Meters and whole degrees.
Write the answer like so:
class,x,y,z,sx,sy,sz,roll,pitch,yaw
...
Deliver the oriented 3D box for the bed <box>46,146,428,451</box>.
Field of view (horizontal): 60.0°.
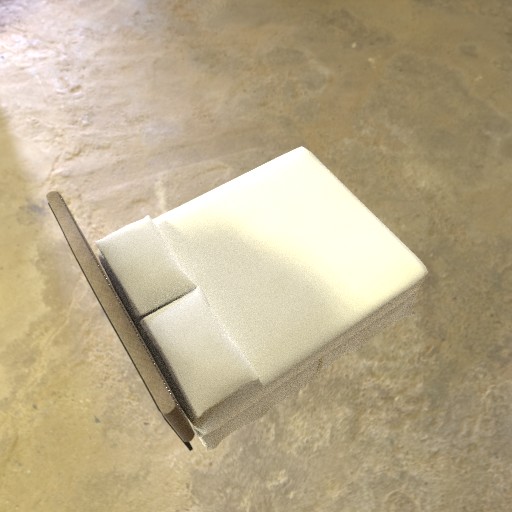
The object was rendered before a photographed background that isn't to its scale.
class,x,y,z,sx,sy,sz,roll,pitch,yaw
bed,0.000,0.000,3.246,2.153,1.518,1.713,-30,63,-17
